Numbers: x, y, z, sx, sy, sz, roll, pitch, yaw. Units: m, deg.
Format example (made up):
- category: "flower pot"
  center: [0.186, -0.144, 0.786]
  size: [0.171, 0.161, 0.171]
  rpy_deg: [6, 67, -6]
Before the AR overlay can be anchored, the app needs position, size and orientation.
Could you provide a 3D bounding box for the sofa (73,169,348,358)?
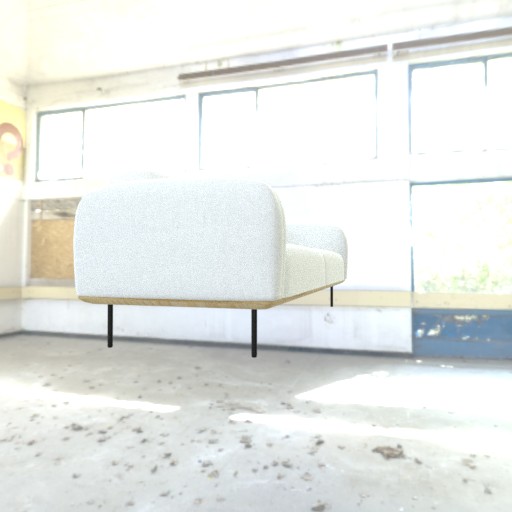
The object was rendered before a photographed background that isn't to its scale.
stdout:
- category: "sofa"
  center: [0.000, 0.000, 2.675]
  size: [0.870, 0.780, 2.280]
  rpy_deg: [0, -1, 18]
